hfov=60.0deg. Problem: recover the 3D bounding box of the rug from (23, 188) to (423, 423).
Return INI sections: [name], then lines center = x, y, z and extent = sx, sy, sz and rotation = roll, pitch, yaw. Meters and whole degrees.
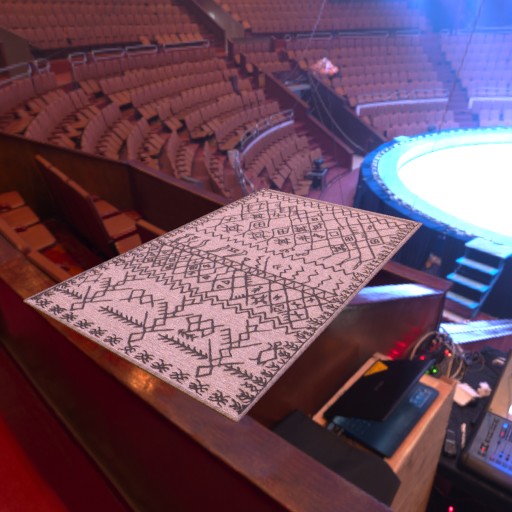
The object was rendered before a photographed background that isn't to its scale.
[rug]
center = 0.000, 0.000, 3.021
extent = 1.526, 0.012, 2.444
rotation = 18, 32, 31
